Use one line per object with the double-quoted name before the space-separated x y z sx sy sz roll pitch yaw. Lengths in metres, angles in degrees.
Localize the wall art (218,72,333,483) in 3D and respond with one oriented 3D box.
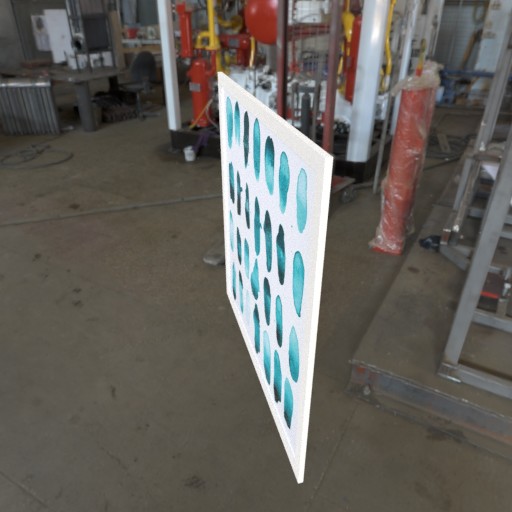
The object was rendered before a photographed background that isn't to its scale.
"wall art" 0.000 0.000 0.824 0.009 0.559 0.558 -8 32 -13
